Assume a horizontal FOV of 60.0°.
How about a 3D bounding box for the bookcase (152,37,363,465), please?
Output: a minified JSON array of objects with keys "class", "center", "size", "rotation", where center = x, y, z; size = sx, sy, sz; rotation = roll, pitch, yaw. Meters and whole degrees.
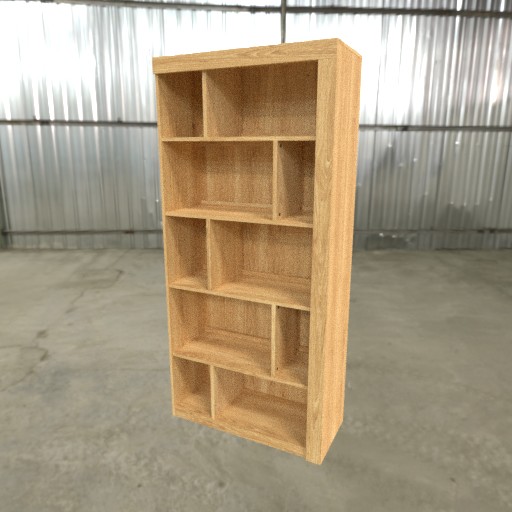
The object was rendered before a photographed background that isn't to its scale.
[{"class":"bookcase","center":[0.000,0.000,2.422],"size":[0.950,2.020,0.420],"rotation":[7,16,26]}]
